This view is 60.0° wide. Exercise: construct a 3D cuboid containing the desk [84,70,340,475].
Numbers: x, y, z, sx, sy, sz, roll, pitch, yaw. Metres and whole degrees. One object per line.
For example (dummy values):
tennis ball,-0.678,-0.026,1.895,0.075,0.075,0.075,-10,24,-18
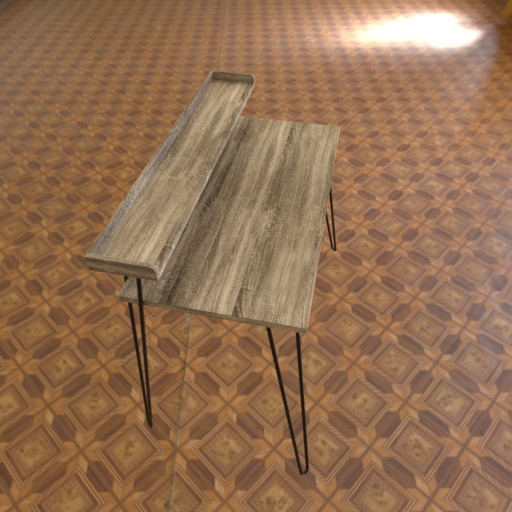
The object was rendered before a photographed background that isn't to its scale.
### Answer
desk,0.000,0.000,1.623,0.605,0.899,1.135,9,46,9
